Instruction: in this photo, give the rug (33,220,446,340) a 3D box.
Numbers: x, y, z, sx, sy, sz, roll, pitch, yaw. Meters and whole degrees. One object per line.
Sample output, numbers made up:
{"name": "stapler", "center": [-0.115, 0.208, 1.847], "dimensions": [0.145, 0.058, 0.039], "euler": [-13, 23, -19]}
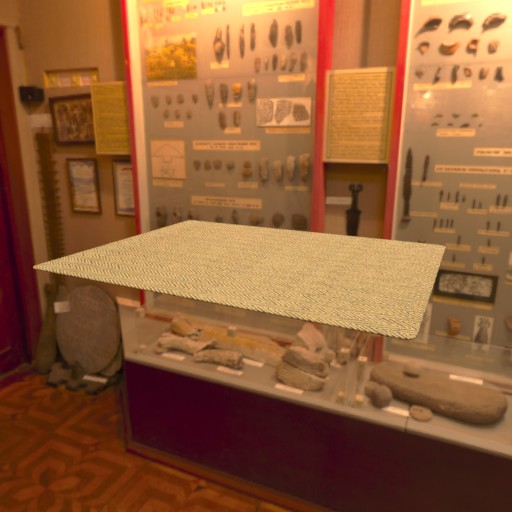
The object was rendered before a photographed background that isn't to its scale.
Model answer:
{"name": "rug", "center": [0.000, 0.000, 4.238], "dimensions": [3.207, 0.014, 2.439], "euler": [7, 17, 25]}
